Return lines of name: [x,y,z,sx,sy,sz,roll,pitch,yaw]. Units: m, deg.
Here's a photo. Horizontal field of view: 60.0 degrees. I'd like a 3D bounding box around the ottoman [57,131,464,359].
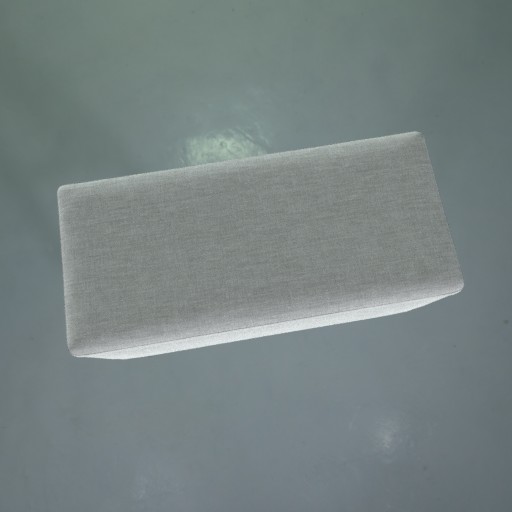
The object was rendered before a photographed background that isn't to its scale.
ottoman: [0.000,0.000,1.189,0.902,0.432,0.419,-9,76,-2]
